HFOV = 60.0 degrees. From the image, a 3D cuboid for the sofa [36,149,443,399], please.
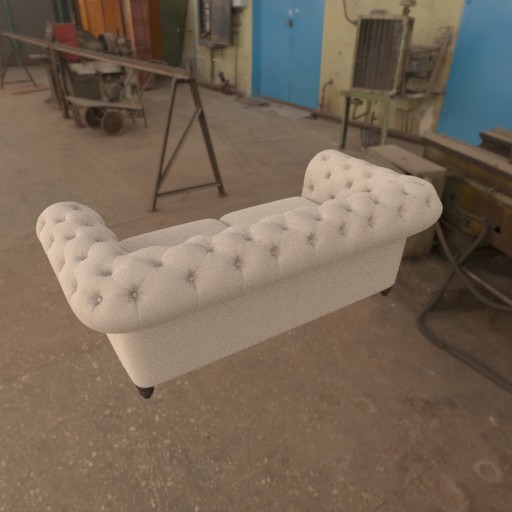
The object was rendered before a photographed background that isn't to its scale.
[{"bbox_3d":[0.000,0.000,2.432,1.998,0.764,0.986,-17,34,-28],"label":"sofa"}]
